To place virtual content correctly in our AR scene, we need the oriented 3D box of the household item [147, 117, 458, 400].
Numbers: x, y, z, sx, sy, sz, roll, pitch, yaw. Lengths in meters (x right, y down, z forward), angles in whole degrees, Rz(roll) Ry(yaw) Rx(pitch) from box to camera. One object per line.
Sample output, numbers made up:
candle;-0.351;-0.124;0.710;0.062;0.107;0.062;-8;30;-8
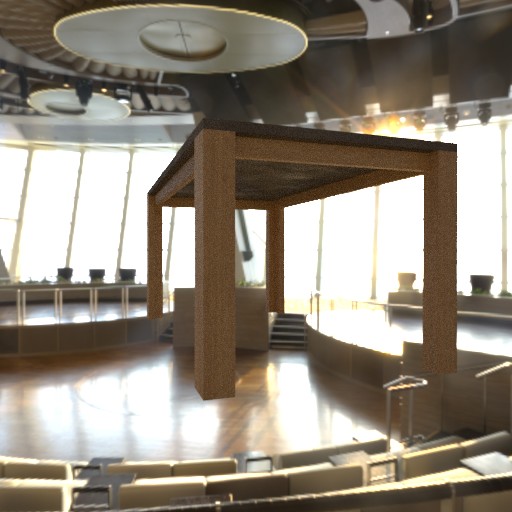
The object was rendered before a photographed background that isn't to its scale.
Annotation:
household item;0.000;0.000;2.075;0.850;0.755;1.600;0;1;-19
